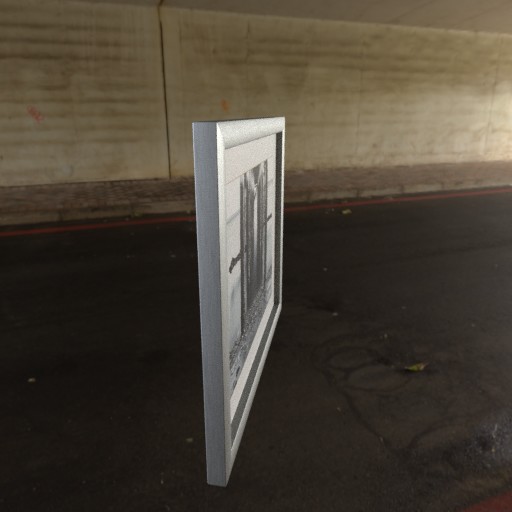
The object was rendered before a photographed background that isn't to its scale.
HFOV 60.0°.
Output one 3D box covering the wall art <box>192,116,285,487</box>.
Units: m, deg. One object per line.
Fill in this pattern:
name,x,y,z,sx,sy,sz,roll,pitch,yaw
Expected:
wall art,0.000,0.000,0.770,0.028,0.457,0.556,3,18,10
